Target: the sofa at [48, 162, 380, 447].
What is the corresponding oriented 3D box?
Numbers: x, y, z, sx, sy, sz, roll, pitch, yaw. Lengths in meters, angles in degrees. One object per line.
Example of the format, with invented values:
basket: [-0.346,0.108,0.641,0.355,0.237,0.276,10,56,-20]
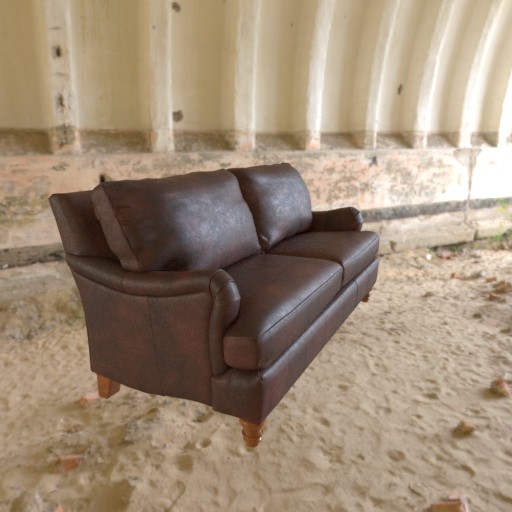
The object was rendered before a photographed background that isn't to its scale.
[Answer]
sofa: [0.000,0.000,2.776,1.147,1.071,2.144,7,16,26]
